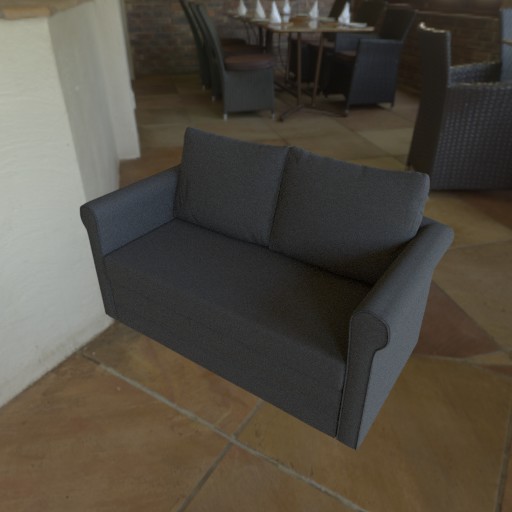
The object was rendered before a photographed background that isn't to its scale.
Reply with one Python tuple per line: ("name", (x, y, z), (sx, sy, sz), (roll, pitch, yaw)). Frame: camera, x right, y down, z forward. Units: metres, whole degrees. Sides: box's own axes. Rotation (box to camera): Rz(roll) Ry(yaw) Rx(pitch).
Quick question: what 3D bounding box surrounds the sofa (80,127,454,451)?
("sofa", (0.000, 0.000, 1.989), (1.460, 0.872, 0.741), (20, 36, 29))
